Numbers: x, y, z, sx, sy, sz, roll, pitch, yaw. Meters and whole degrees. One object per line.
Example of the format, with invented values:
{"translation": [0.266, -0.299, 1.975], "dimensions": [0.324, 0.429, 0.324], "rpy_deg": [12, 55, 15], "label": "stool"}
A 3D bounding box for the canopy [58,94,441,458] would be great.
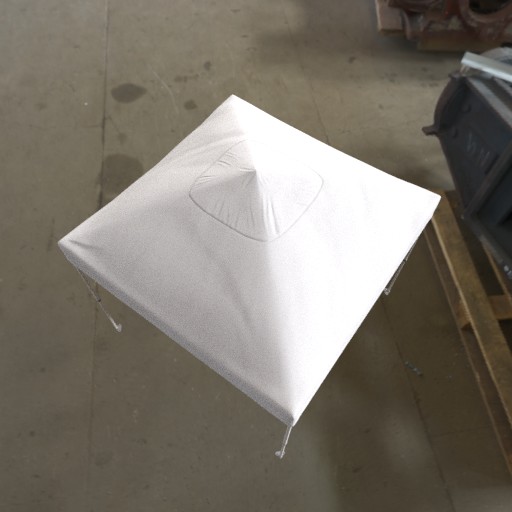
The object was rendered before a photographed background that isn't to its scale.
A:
{"translation": [0.000, 0.000, 5.418], "dimensions": [2.998, 2.997, 2.996], "rpy_deg": [32, 63, 19], "label": "canopy"}
